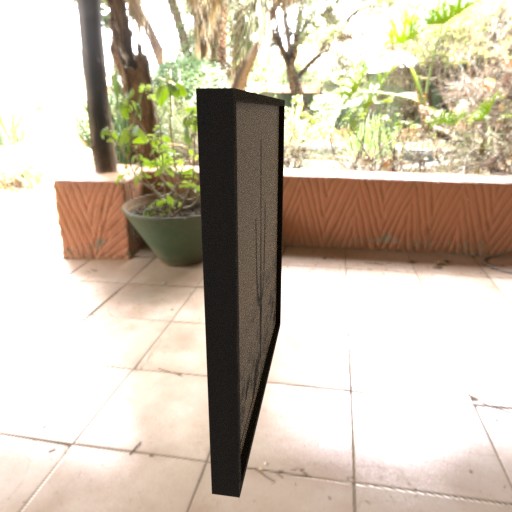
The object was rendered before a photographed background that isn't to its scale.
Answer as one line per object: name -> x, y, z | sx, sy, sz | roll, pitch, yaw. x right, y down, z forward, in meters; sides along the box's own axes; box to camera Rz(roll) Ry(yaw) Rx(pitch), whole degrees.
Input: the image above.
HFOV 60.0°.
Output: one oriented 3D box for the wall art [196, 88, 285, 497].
wall art -> 0.000, 0.000, 0.749 | 0.038, 0.508, 0.508 | 3, 18, 9
